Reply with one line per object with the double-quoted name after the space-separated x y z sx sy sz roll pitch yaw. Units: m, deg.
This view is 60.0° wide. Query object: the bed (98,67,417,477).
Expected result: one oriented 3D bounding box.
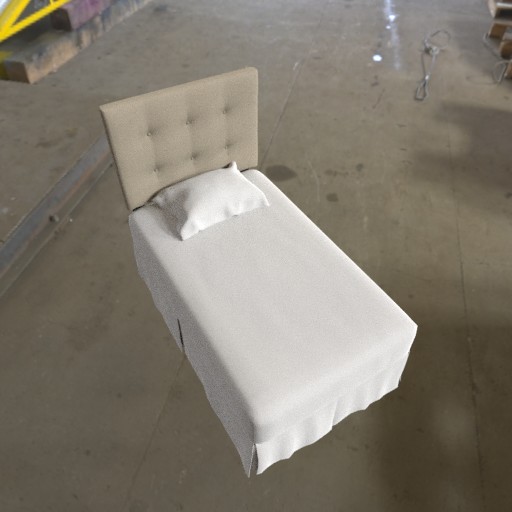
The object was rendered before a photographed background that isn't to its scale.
0.000 0.000 2.951 1.261 1.571 1.997 -24 51 -21 "bed"
